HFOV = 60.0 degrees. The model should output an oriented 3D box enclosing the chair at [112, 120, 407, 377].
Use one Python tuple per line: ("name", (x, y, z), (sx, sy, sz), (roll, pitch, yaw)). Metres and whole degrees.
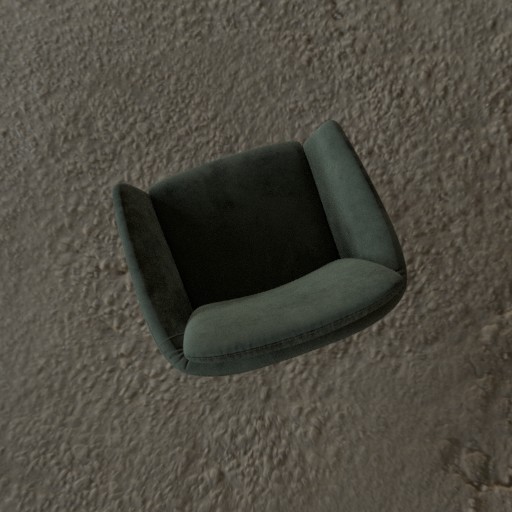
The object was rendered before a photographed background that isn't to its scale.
("chair", (0.000, 0.000, 1.324), (0.641, 0.908, 0.635), (-19, 76, -5))
